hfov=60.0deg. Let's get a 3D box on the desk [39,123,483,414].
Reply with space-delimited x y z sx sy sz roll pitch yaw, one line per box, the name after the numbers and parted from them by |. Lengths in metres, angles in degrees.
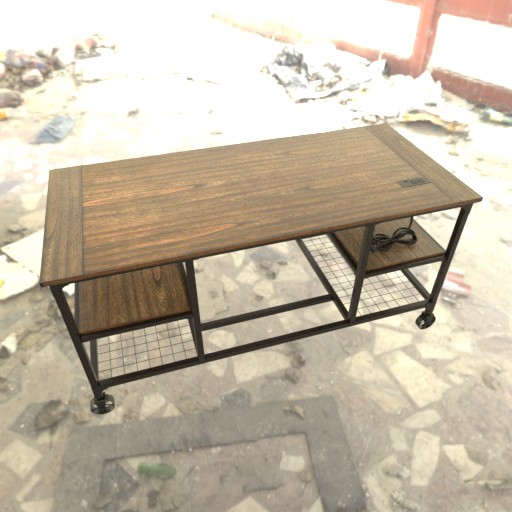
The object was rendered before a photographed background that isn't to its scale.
0.000 0.000 1.980 1.590 0.751 0.711 -11 41 -13 | desk
